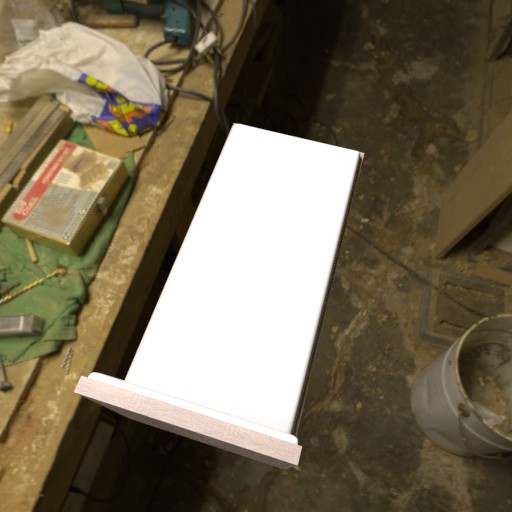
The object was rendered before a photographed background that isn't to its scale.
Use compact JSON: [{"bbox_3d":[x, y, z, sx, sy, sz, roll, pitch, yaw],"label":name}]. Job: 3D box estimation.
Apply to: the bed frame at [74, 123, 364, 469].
[{"bbox_3d":[0.000,0.000,2.705,0.990,0.920,2.140,15,64,7],"label":"bed frame"}]
